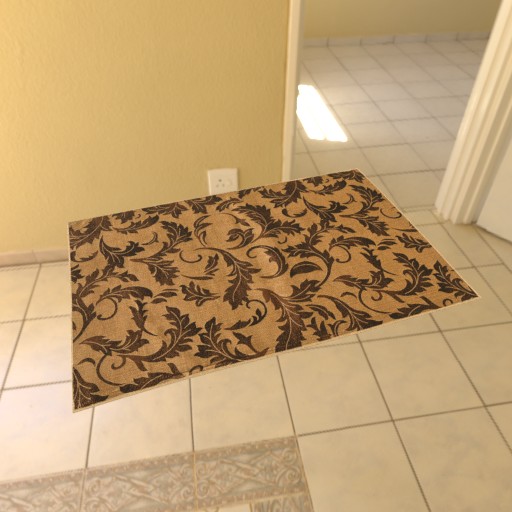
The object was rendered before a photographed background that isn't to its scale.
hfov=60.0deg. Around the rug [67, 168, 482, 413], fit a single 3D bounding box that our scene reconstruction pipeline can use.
[{"bbox_3d":[0.000,0.000,2.839,2.284,0.008,1.522,-13,44,-14],"label":"rug"}]
